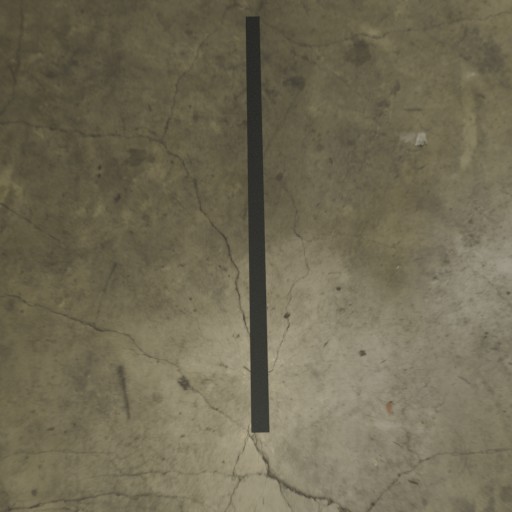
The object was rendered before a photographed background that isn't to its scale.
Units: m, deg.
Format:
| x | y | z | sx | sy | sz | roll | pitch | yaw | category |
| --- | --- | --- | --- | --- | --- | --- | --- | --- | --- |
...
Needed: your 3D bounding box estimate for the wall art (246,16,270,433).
| x | y | z | sx | sy | sz | roll | pitch | yaw | category |
| --- | --- | --- | --- | --- | --- | --- | --- | --- | --- |
| 0.000 | 0.000 | 0.528 | 0.013 | 0.356 | 0.356 | -1 | 74 | 0 | wall art |
